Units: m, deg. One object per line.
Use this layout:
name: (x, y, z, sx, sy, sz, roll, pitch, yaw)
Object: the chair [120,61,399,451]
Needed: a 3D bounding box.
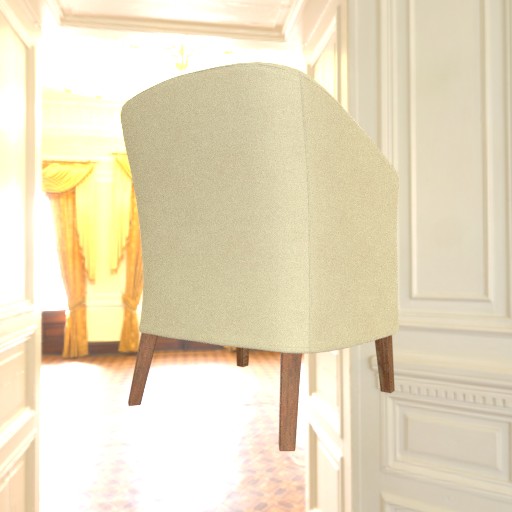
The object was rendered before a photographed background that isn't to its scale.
chair: (0.000, 0.000, 1.276, 0.643, 0.822, 0.657, -1, -1, 36)
